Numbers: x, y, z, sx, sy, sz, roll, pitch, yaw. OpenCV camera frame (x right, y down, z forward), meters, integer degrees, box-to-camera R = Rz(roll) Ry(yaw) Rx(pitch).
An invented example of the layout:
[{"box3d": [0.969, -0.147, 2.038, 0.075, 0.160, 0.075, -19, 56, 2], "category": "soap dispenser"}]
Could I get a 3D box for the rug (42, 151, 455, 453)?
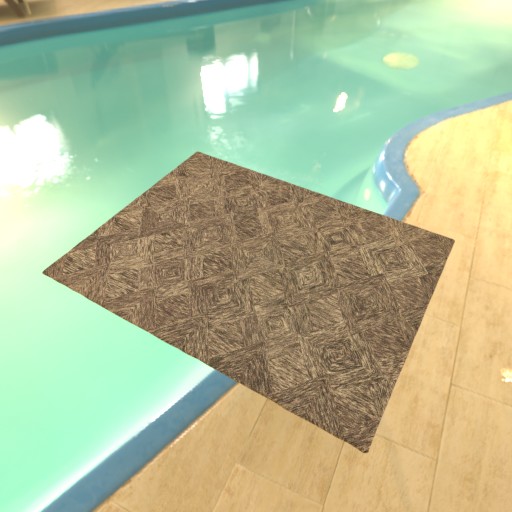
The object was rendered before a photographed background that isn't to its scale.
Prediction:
[{"box3d": [0.000, 0.000, 4.279, 3.204, 0.017, 2.448, 23, 49, 21], "category": "rug"}]
